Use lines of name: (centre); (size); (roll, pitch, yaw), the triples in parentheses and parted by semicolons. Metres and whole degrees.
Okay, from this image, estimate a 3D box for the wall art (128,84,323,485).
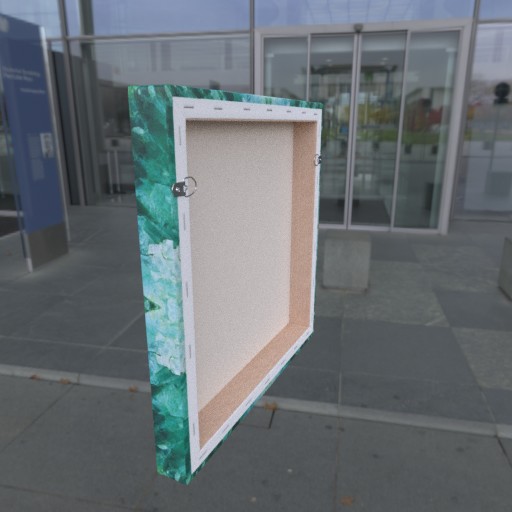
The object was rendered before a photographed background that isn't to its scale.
wall art: (0.000, 0.000, 0.463); (0.033, 0.313, 0.313); (8, 18, 26)
